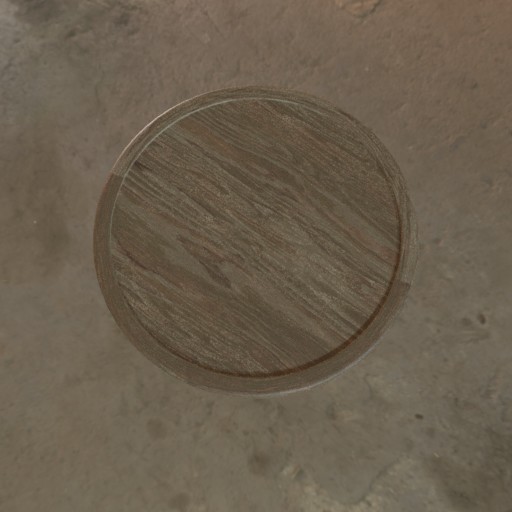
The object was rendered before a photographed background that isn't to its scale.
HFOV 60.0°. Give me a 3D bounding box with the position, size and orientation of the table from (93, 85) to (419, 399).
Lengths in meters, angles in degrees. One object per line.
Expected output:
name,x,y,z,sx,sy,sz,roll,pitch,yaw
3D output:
table,0.000,0.000,1.036,0.607,0.450,0.607,0,76,0
